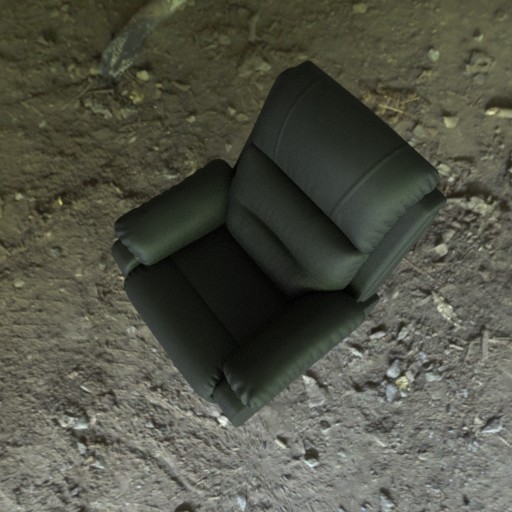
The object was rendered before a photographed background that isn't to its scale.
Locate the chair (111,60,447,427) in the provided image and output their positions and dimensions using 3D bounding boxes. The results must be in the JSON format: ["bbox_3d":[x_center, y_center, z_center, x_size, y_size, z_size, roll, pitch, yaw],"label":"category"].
[{"bbox_3d":[0.000,0.000,1.625,0.919,0.992,0.855,-36,70,-15],"label":"chair"}]
